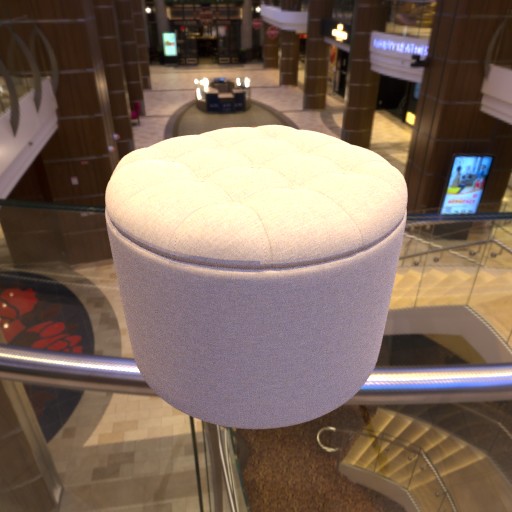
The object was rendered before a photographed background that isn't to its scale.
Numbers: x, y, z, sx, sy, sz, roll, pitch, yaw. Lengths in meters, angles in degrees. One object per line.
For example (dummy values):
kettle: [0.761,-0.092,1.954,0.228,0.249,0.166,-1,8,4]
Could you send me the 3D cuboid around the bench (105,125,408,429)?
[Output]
bench: [0.000,0.000,0.992,0.600,0.454,0.600,0,32,0]
